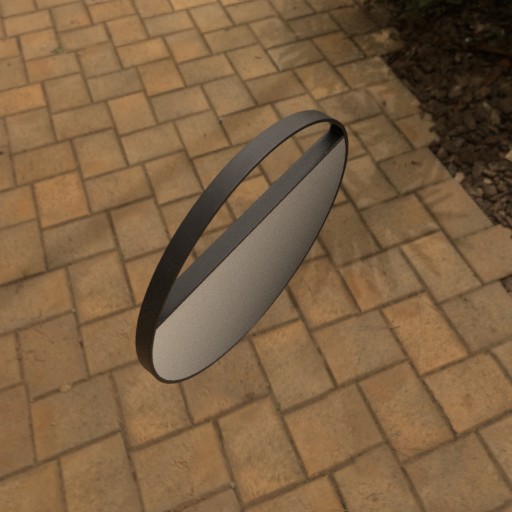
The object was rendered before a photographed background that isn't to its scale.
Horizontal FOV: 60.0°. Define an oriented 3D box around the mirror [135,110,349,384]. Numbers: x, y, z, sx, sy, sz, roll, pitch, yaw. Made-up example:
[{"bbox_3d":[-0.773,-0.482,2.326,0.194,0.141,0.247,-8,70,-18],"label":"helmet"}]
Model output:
[{"bbox_3d":[0.000,0.000,0.841,0.032,0.565,0.565,35,65,19],"label":"mirror"}]
